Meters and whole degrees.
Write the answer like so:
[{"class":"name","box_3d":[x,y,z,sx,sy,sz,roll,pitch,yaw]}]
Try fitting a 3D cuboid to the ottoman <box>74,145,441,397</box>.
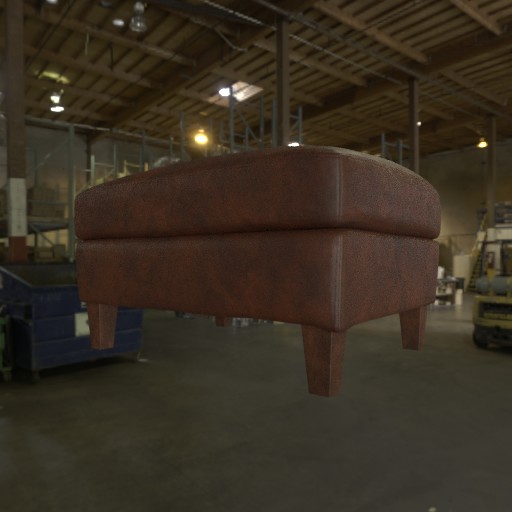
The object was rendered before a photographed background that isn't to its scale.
[{"class":"ottoman","box_3d":[0.000,0.000,1.269,0.887,0.527,0.659,0,-1,37]}]
